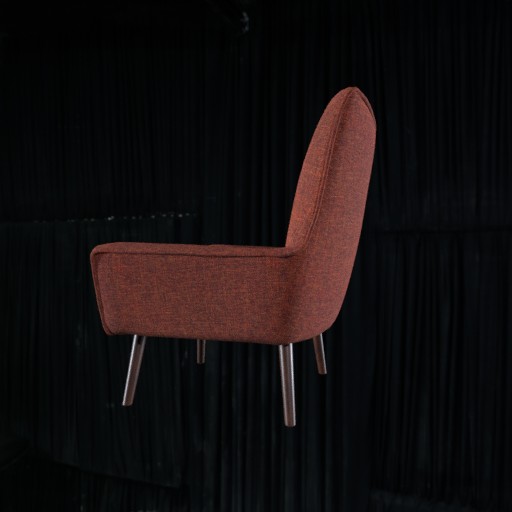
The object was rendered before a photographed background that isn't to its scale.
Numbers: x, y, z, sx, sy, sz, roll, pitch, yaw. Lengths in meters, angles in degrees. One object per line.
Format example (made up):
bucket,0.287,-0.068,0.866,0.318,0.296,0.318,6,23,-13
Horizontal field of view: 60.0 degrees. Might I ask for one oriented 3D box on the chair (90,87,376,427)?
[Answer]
chair,0.000,0.000,1.510,0.784,0.911,0.803,0,1,18
